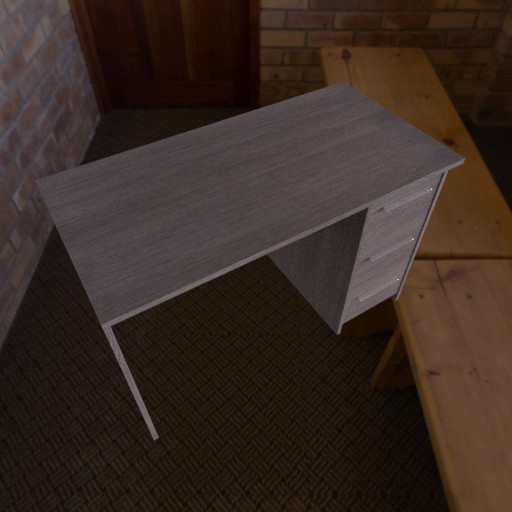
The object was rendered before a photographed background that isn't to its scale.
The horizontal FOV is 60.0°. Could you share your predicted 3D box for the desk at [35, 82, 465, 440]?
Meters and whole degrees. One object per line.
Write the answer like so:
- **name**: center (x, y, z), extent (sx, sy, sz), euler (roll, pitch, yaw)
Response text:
- **desk**: center (0.000, 0.000, 1.535), extent (1.097, 0.735, 0.560), euler (-25, 52, -21)
